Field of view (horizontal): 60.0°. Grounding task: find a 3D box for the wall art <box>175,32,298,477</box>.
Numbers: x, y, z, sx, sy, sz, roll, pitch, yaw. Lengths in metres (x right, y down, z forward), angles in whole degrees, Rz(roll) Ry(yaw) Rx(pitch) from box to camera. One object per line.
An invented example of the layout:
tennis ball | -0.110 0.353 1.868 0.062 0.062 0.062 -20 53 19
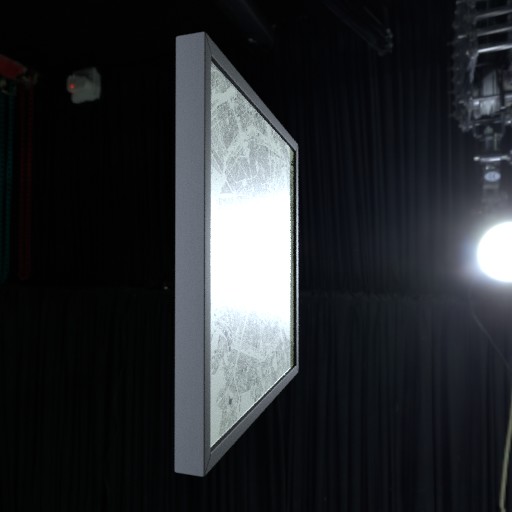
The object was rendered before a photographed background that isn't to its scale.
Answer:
wall art | 0.000 0.000 0.752 0.037 0.508 0.508 0 -1 17
